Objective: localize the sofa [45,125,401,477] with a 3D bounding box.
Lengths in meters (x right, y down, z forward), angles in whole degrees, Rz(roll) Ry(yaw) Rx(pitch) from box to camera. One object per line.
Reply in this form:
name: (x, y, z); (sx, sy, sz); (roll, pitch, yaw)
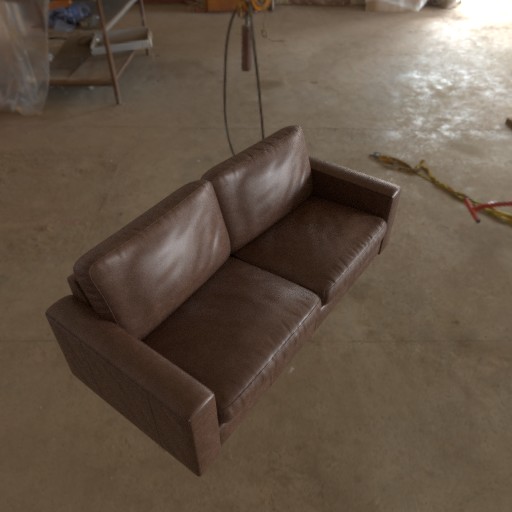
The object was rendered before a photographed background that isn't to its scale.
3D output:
sofa: (0.000, 0.000, 2.708); (1.016, 0.873, 2.179); (26, 47, 27)
